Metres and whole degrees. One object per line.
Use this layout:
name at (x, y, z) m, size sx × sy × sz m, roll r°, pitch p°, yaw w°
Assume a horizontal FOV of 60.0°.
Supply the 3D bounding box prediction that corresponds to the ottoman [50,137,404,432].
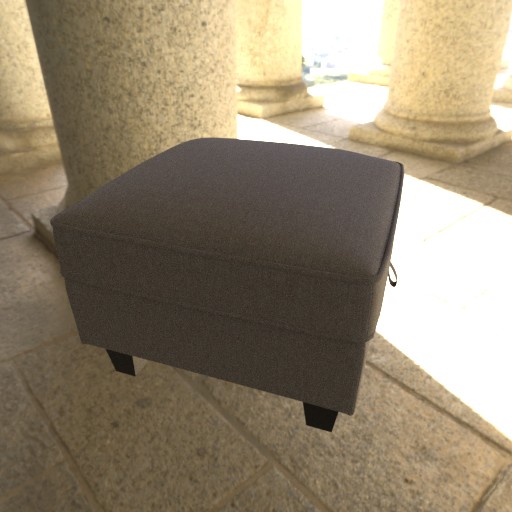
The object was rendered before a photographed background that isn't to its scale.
ottoman at (0.000, 0.000, 1.412) m, size 0.871 × 0.612 × 0.808 m, roll 10°, pitch 32°, yaw 17°
